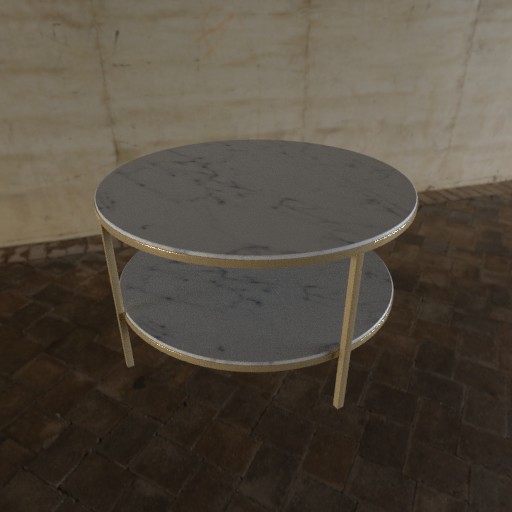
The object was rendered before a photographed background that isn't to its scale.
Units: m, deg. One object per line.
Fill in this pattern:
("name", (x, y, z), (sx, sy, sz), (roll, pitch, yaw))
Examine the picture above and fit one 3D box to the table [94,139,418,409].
("table", (0.000, 0.000, 1.254), (0.800, 0.450, 0.800), (0, 30, 0))
